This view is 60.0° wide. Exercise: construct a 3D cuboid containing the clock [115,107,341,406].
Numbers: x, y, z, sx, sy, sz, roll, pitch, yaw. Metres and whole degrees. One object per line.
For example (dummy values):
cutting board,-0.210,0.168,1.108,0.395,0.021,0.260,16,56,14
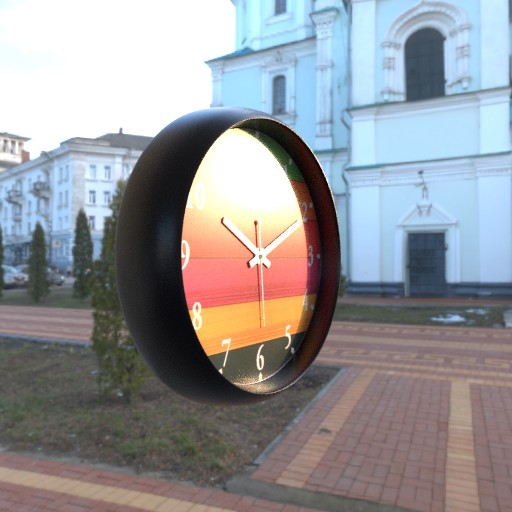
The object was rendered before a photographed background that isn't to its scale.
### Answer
clock,0.000,0.000,0.450,0.060,0.300,0.300,-1,-2,37
